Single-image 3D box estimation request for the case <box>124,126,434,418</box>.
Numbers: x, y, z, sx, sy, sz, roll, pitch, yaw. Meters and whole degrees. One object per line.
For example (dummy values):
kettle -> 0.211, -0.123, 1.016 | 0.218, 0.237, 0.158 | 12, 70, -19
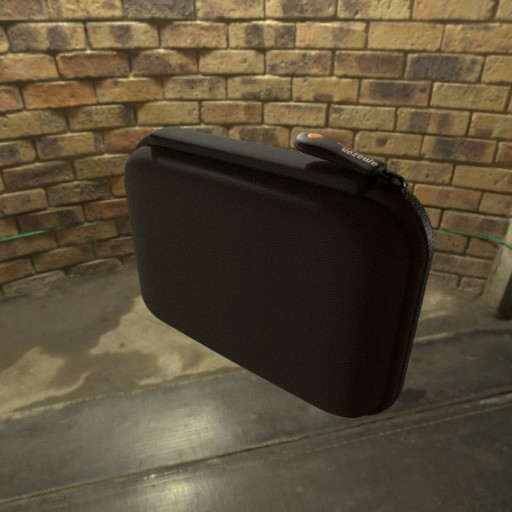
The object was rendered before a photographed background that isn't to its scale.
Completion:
case -> 0.000, 0.000, 0.178 | 0.132, 0.105, 0.038 | 21, 36, 32
